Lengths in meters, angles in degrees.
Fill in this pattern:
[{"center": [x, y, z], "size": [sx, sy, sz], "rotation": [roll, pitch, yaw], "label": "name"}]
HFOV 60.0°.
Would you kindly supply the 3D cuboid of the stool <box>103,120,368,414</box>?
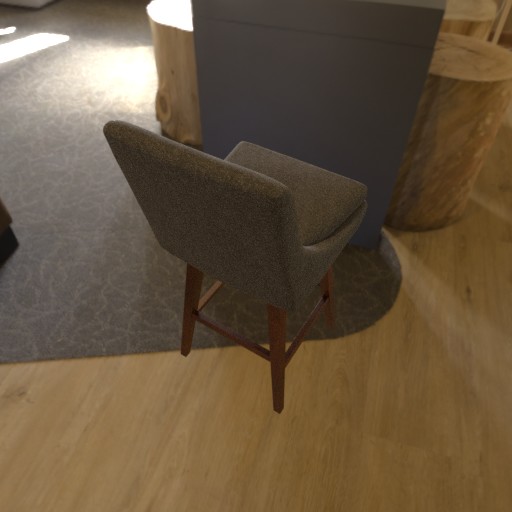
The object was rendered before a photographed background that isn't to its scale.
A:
[{"center": [0.000, 0.000, 1.391], "size": [0.489, 1.068, 0.572], "rotation": [25, 52, 21], "label": "stool"}]
